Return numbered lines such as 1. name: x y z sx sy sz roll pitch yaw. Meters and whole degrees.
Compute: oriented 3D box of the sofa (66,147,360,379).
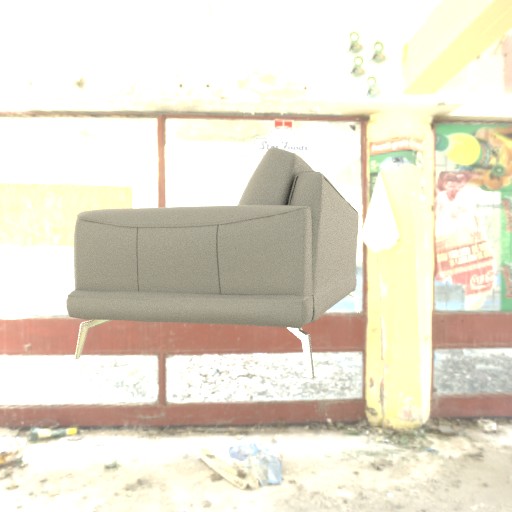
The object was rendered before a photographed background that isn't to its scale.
1. sofa: 0.000 0.000 2.775 1.121 0.930 2.177 0 0 18
